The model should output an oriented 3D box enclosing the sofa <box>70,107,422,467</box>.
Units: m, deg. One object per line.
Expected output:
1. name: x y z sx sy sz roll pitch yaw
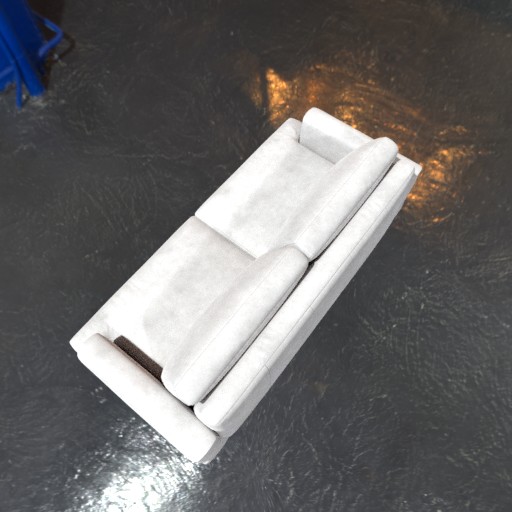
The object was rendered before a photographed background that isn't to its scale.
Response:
1. sofa: 0.000 0.000 2.496 0.980 0.830 2.013 35 69 16
